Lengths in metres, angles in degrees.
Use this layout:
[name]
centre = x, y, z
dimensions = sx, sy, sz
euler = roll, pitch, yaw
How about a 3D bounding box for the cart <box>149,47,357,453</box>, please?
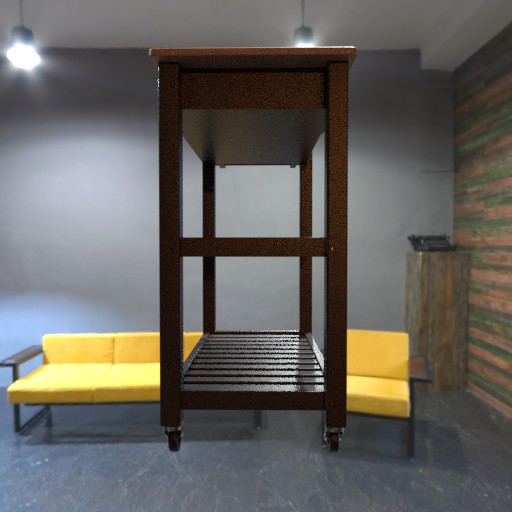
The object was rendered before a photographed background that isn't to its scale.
[cart]
centre = 0.000, 0.000, 1.421
dimensions = 0.457, 0.927, 0.899
euler = 0, 1, 1
